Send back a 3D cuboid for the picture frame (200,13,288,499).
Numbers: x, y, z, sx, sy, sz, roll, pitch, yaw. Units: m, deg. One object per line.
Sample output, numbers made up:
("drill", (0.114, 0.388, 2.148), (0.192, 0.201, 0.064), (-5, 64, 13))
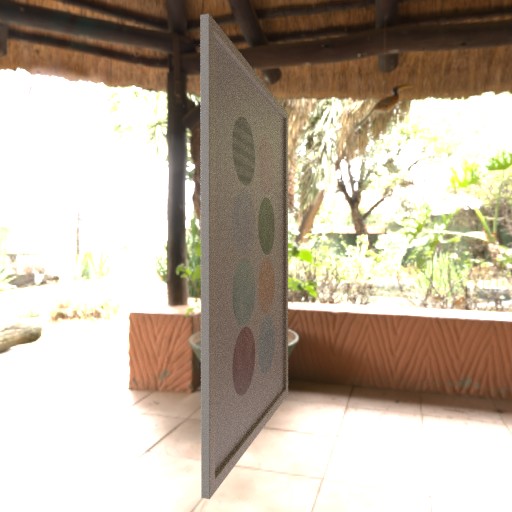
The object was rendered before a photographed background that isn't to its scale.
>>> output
("picture frame", (0.000, 0.000, 0.819), (0.013, 0.657, 0.457), (0, 1, 18))
